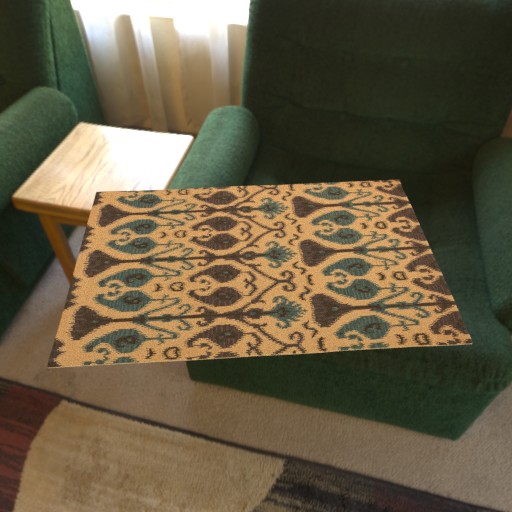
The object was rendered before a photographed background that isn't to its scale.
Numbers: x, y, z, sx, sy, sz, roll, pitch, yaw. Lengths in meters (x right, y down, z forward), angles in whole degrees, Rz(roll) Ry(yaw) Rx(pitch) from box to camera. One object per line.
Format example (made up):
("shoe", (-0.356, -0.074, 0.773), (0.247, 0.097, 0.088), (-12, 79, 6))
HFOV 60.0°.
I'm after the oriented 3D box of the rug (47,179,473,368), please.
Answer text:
("rug", (0.000, 0.000, 2.116), (1.698, 0.013, 1.072), (-3, 47, -3))
